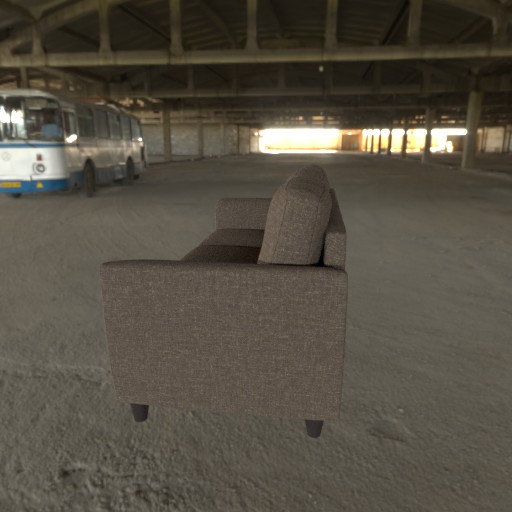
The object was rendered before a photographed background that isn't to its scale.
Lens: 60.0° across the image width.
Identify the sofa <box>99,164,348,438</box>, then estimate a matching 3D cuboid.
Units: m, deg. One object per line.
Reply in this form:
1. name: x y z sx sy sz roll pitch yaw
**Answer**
1. sofa: 0.000 0.000 2.328 0.837 0.891 1.847 2 15 8
